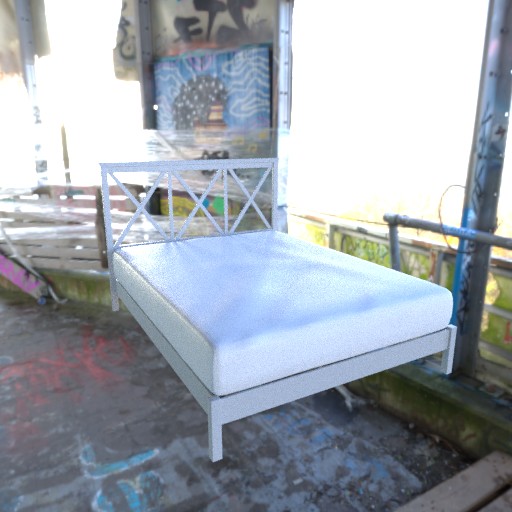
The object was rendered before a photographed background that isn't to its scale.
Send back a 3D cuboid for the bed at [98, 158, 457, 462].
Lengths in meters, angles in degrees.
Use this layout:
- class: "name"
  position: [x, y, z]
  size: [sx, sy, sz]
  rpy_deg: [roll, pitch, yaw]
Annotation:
- class: "bed"
  position: [0.000, 0.000, 3.157]
  size: [1.673, 1.253, 2.135]
  rpy_deg: [-8, 17, -28]
